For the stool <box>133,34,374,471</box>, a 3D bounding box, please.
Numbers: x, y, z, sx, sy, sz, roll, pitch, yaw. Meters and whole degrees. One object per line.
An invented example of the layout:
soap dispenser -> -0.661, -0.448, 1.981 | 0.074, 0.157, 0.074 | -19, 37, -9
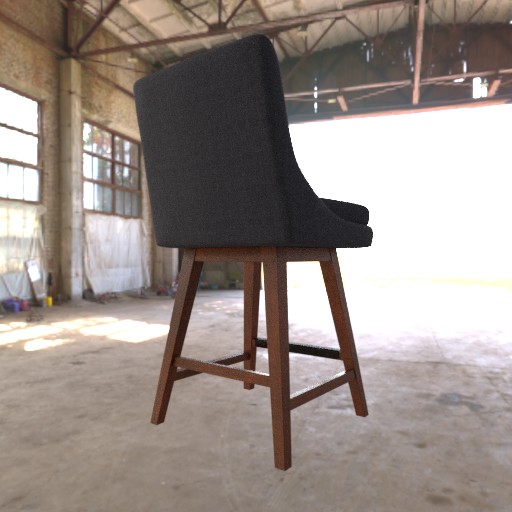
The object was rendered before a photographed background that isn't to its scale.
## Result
stool -> 0.000, 0.000, 1.191 | 0.467, 0.895, 0.524 | 0, 0, 38
